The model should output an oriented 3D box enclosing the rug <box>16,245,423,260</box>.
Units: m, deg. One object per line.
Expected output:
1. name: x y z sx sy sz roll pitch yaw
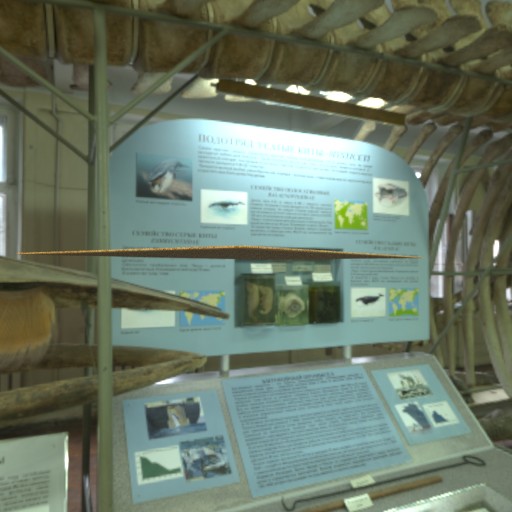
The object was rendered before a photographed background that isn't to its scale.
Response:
1. rug: 0.000 0.000 2.181 1.143 0.006 1.747 -1 -2 35
